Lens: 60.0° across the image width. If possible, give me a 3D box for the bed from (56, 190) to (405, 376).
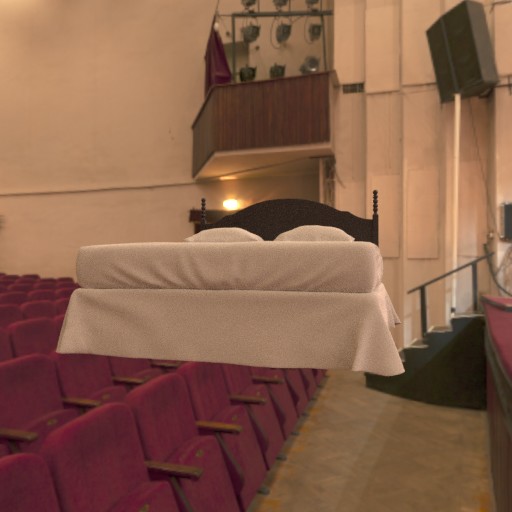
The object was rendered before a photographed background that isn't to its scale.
[{"bbox_3d":[0.000,0.000,3.659,2.322,1.355,2.219,0,-1,17],"label":"bed"}]
